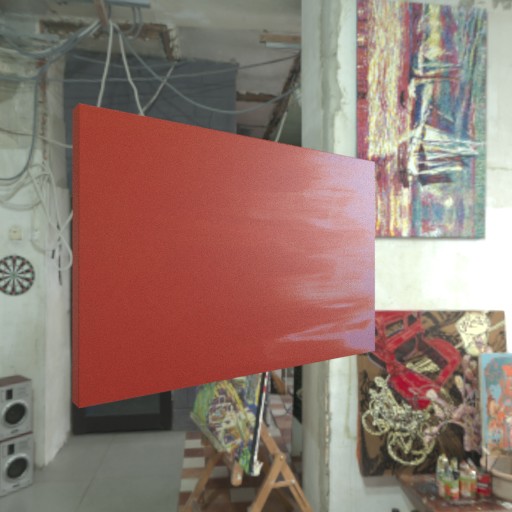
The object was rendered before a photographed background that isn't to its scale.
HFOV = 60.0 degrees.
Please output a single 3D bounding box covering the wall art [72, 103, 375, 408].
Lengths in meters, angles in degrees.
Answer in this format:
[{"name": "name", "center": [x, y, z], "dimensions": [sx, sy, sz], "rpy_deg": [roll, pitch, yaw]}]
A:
[{"name": "wall art", "center": [0.000, 0.000, 0.780], "dimensions": [0.607, 0.405, 0.033], "rpy_deg": [0, 0, -36]}]
